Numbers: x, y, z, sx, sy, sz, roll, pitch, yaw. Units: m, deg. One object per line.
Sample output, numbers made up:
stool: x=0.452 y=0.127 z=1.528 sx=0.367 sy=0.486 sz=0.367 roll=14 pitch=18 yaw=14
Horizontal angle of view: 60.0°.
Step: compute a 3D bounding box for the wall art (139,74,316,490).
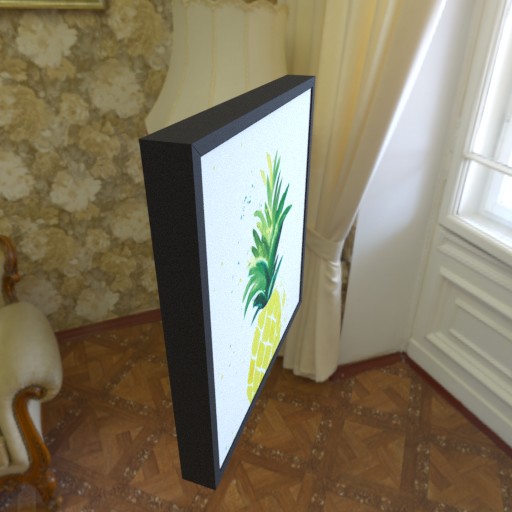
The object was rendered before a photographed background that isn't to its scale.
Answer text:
wall art: x=0.000 y=0.000 z=0.445 sx=0.033 sy=0.304 sz=0.305 roll=10 pitch=30 yaw=17
